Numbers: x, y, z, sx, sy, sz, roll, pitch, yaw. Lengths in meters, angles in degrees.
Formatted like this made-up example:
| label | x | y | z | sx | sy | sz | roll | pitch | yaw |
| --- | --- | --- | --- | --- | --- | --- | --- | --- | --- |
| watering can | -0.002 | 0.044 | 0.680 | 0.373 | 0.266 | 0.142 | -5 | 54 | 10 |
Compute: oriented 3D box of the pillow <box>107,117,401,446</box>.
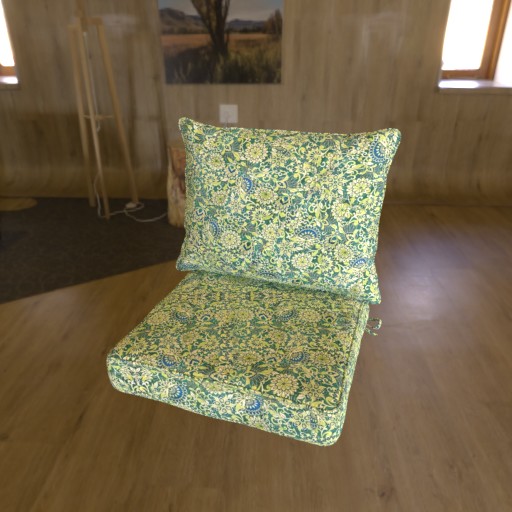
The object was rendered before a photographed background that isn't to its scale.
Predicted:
| label | x | y | z | sx | sy | sz | roll | pitch | yaw |
| --- | --- | --- | --- | --- | --- | --- | --- | --- | --- |
| pillow | 0.000 | 0.000 | 1.383 | 0.798 | 0.722 | 0.740 | 9 | 28 | 17 |
